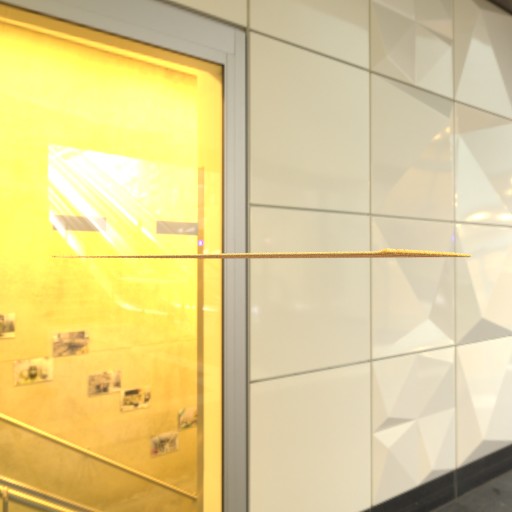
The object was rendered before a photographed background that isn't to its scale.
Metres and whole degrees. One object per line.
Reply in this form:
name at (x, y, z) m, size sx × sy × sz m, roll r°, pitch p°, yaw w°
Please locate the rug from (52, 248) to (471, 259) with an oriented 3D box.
rug at (0.000, 0.000, 3.002) m, size 2.433 × 0.022 × 1.556 m, roll -1°, pitch -1°, yaw 37°
